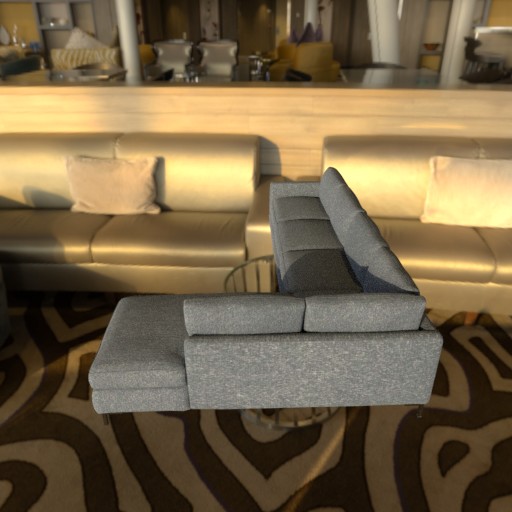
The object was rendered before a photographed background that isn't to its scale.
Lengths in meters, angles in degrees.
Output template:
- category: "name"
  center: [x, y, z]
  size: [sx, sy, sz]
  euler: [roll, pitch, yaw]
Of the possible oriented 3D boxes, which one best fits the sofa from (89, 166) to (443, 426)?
- category: "sofa"
  center: [0.000, 0.000, 3.800]
  size: [2.007, 0.815, 2.949]
  euler: [-1, 27, -2]
